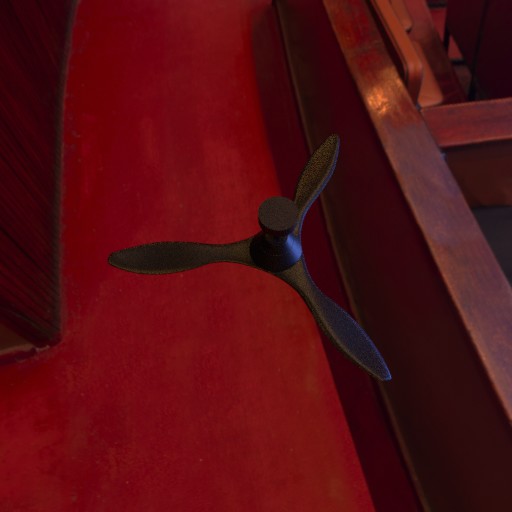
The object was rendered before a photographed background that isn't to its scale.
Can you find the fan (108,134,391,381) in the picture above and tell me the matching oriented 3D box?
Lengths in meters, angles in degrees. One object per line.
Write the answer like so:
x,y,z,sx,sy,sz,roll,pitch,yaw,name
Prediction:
0.000,0.000,1.600,1.067,0.305,1.067,-15,63,-8,fan
